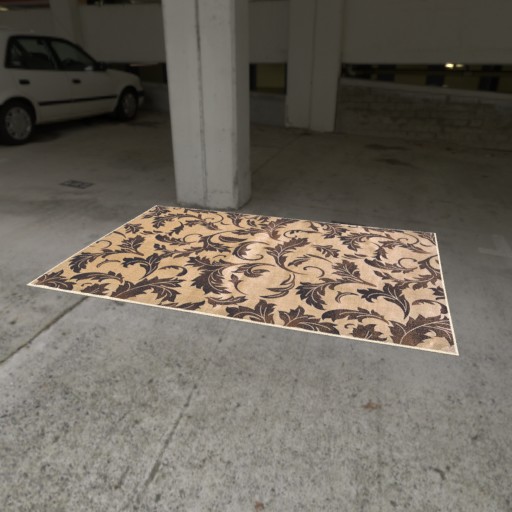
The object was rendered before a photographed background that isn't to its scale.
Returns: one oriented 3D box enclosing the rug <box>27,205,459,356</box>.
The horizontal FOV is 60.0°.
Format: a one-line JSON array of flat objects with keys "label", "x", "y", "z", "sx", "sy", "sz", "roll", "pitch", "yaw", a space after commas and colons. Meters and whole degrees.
[{"label": "rug", "x": 0.000, "y": 0.000, "z": 2.873, "sx": 2.284, "sy": 0.008, "sz": 1.522, "roll": 7, "pitch": 25, "yaw": 15}]
